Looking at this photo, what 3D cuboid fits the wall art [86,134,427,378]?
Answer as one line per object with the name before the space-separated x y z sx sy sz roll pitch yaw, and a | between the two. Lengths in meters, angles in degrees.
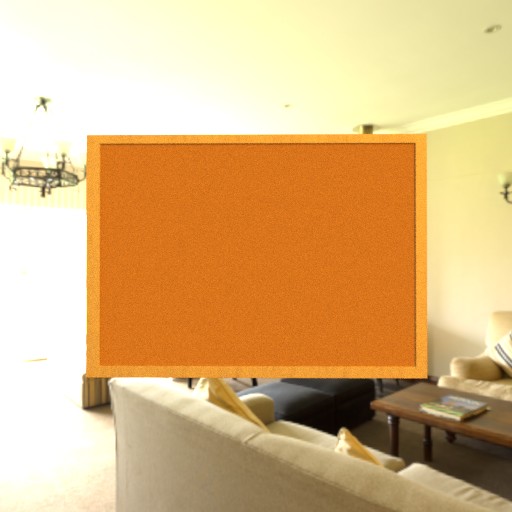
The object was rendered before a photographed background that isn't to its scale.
wall art | 0.000 0.000 0.707 0.532 0.380 0.032 0 0 1
